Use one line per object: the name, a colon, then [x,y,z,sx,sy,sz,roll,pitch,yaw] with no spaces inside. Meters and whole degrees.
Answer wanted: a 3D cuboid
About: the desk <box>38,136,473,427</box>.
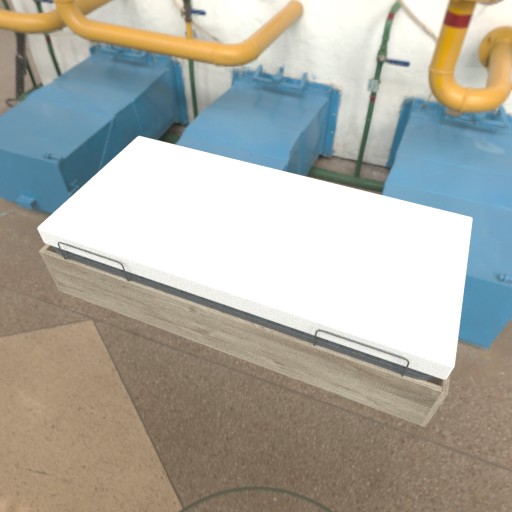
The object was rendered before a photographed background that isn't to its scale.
desk: [0.000,0.000,2.216,1.900,0.455,0.900,17,49,15]
